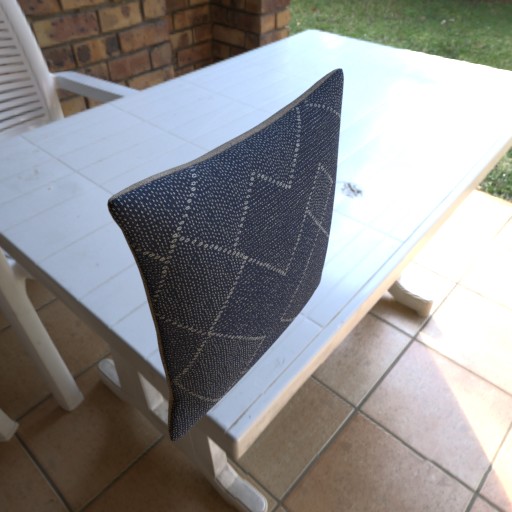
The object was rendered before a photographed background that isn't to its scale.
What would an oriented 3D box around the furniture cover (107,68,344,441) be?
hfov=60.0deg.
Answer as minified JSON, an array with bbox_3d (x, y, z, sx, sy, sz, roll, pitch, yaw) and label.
[{"bbox_3d":[0.000,0.000,0.768,0.162,0.503,0.511,26,47,26],"label":"furniture cover"}]
